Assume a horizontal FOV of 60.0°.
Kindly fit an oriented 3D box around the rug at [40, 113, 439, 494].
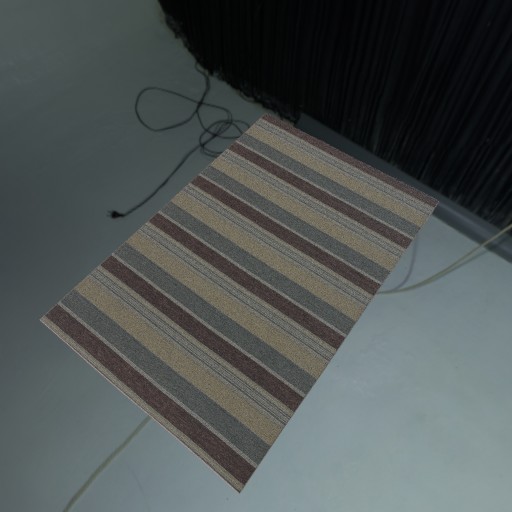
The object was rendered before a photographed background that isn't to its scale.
[{"bbox_3d":[0.000,0.000,2.312,1.219,0.008,1.829,33,64,19],"label":"rug"}]
